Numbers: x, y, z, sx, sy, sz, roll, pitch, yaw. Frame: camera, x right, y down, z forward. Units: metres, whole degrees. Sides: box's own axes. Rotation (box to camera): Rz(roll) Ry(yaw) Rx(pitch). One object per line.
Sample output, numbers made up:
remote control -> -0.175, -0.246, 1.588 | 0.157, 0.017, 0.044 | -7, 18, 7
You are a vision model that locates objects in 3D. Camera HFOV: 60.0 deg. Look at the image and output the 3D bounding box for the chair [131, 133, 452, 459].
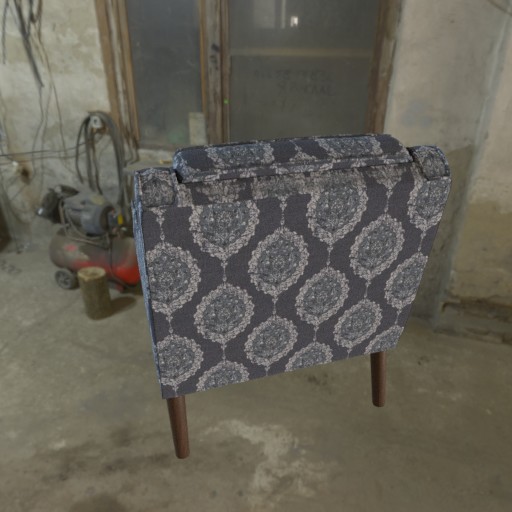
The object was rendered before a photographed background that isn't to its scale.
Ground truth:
chair -> 0.000, 0.000, 1.302 | 0.663, 0.792, 0.743 | -8, 28, -16
